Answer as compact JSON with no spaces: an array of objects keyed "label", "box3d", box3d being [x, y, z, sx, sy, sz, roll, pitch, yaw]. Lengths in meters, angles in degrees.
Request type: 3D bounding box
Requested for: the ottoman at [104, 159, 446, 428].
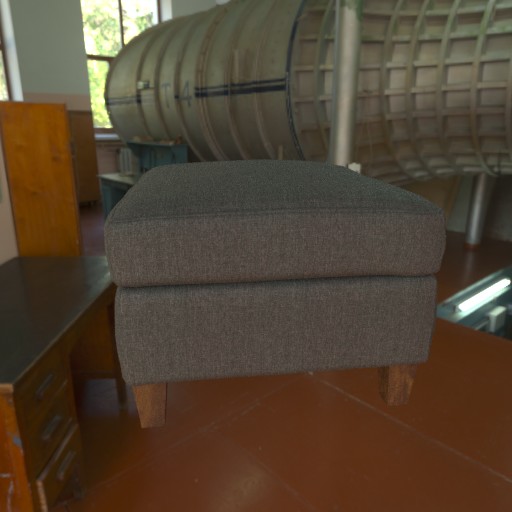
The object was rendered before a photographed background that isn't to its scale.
[{"label":"ottoman","box3d":[0.000,0.000,1.202,0.639,0.496,0.826,-2,17,-8]}]
